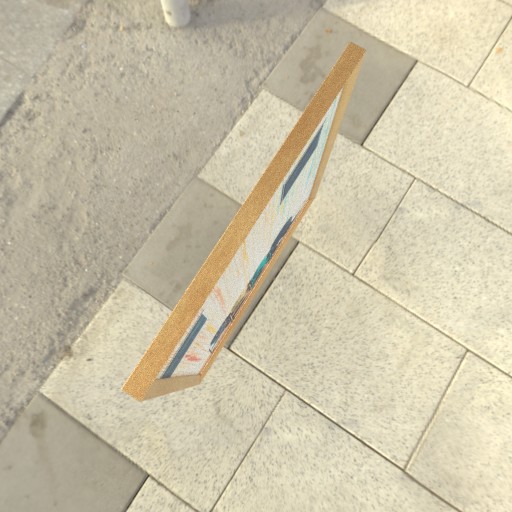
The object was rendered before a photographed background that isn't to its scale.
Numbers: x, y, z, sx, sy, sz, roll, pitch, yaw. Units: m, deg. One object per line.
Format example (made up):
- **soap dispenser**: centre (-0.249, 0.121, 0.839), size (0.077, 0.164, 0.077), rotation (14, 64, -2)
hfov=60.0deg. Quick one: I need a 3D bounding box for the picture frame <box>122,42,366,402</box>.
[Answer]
- **picture frame**: centre (0.000, 0.000, 1.146), size (0.037, 0.761, 0.758), rotation (31, 78, 7)
